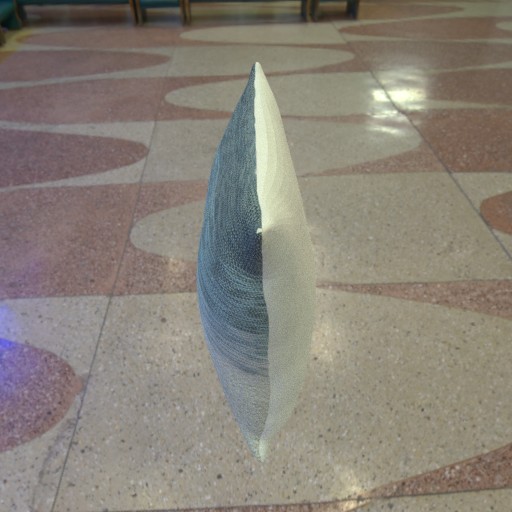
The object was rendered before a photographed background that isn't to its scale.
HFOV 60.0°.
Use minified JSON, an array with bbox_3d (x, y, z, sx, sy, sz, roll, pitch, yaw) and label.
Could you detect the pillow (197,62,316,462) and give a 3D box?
[{"bbox_3d":[0.000,0.000,0.675,0.182,0.441,0.440,0,41,0],"label":"pillow"}]
